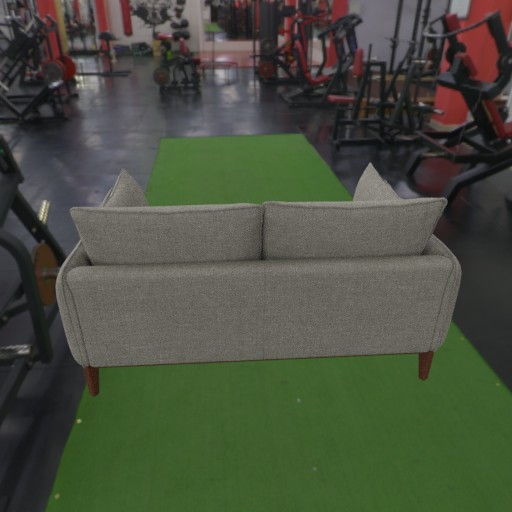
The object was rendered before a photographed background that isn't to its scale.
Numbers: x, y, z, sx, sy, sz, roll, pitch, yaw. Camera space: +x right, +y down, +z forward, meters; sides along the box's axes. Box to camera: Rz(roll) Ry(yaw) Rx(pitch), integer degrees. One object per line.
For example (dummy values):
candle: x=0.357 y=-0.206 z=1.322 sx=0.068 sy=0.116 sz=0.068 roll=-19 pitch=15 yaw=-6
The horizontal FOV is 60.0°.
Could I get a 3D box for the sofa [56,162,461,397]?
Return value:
sofa: x=0.000 y=0.000 z=2.130 sx=1.580 sy=0.851 sz=0.972 roll=-2 pitch=29 yaw=-3
